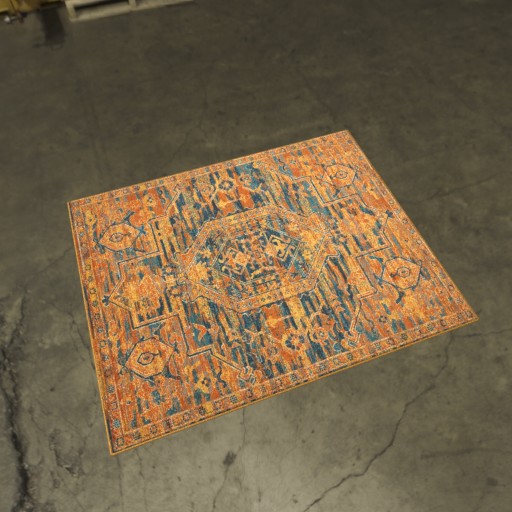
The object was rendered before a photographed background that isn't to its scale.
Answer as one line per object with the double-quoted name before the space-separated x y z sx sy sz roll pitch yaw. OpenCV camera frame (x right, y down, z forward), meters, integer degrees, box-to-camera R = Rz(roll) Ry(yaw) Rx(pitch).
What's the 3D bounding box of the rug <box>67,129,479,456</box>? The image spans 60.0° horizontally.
"rug" 0.000 0.000 3.988 3.040 0.031 2.435 -17 59 -11
